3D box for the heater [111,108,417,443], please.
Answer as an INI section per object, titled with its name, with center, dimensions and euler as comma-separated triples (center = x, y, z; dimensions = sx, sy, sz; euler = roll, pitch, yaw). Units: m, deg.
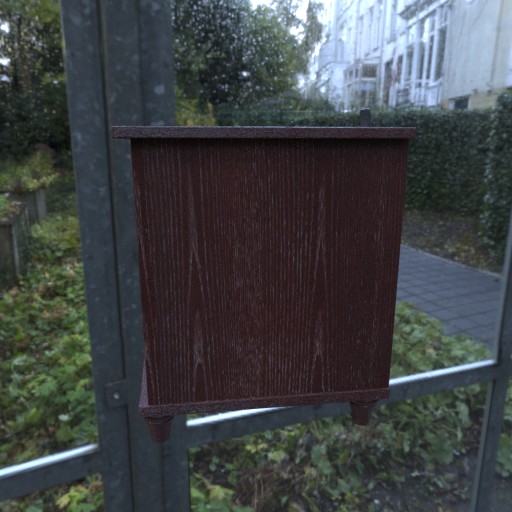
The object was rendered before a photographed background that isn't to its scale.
[heater]
center = 0.000, 0.000, 0.757
dimensions = 0.400, 0.481, 0.362
euler = -2, 14, -7
